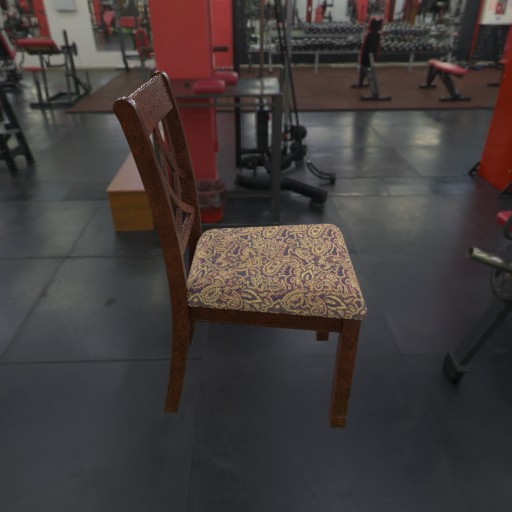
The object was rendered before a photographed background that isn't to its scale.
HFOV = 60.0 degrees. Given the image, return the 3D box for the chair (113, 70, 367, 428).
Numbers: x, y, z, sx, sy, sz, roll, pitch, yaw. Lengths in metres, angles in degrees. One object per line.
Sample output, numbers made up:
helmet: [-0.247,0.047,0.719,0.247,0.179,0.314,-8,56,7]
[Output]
chair: [0.000,0.000,1.309,0.584,0.965,0.457,0,31,1]
